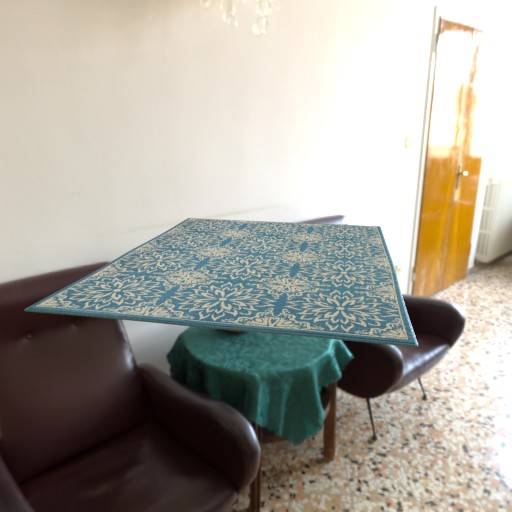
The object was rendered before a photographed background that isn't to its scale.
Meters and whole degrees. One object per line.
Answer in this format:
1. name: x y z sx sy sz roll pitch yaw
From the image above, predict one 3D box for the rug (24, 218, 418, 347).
1. rug: 0.000 0.000 3.934 2.350 0.018 2.964 3 17 11
